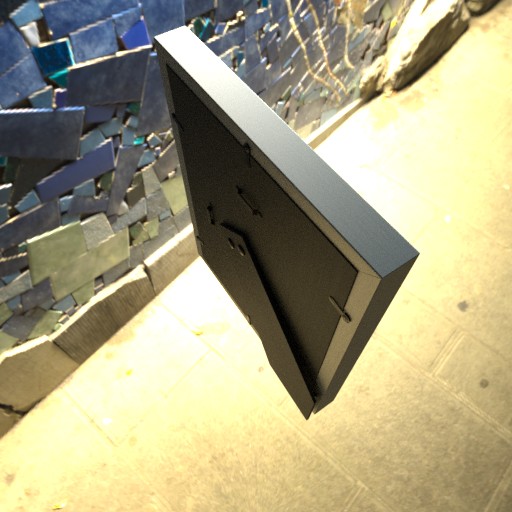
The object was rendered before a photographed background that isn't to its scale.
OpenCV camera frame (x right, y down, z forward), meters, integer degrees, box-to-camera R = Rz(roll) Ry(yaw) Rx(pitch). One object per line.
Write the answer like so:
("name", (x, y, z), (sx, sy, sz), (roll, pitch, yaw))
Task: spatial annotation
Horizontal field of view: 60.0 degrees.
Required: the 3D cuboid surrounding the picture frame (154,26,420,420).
("picture frame", (0.000, 0.000, 0.380), (0.036, 0.282, 0.233), (-30, 63, -17))
